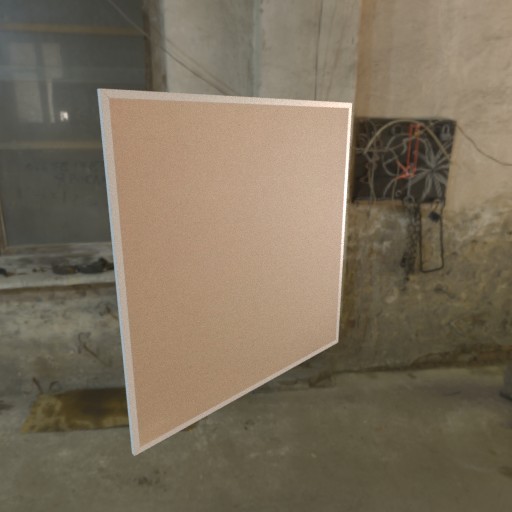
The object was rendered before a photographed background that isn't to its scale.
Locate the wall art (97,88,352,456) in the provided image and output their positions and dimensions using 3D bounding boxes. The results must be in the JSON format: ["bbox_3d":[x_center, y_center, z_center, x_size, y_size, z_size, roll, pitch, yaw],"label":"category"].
[{"bbox_3d":[0.000,0.000,1.201,0.809,0.809,0.012,-16,23,-42],"label":"wall art"}]
